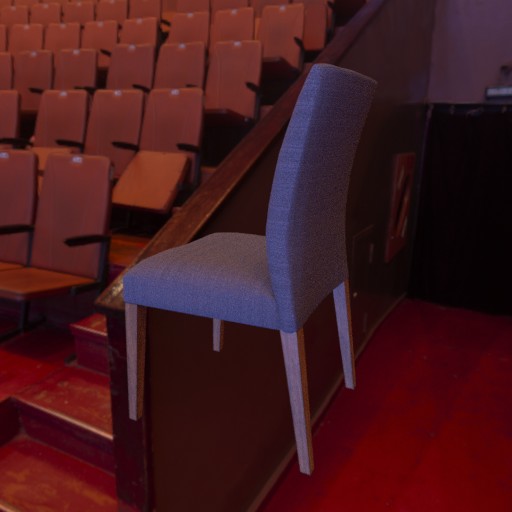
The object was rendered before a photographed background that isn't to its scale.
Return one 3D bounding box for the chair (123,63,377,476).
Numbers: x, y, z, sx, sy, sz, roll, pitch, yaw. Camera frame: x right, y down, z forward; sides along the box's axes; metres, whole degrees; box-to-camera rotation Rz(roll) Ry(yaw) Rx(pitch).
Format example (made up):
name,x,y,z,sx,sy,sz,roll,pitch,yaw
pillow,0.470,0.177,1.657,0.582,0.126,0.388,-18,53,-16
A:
name,x,y,z,sx,sy,sz,roll,pitch,yaw
chair,0.000,0.000,1.261,0.585,0.940,0.496,8,18,25
